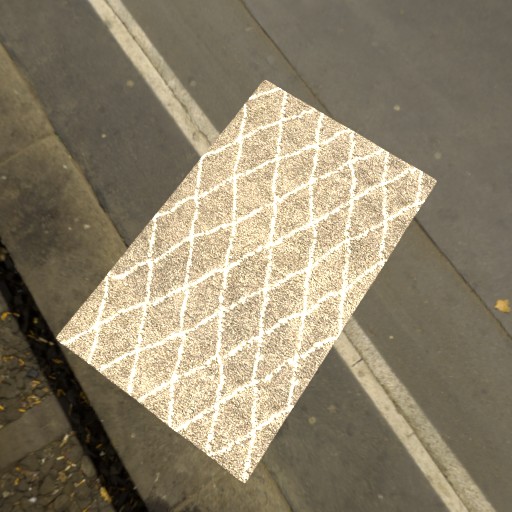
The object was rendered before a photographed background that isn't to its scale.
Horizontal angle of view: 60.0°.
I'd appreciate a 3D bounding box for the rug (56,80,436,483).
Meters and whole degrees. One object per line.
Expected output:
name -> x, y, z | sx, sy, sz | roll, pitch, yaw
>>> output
rug -> 0.000, 0.000, 3.073 | 1.524, 0.030, 2.438 | 34, 77, 9
